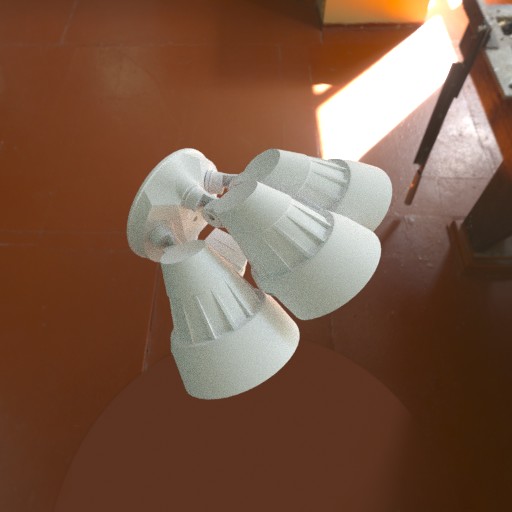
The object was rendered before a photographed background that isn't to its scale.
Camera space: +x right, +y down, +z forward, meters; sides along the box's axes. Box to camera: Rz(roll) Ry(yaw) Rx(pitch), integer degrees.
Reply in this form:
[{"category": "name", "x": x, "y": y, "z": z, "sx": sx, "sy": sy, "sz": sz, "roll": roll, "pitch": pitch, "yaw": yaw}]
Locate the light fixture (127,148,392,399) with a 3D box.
[{"category": "light fixture", "x": 0.000, "y": 0.000, "z": 0.557, "sx": 0.278, "sy": 0.237, "sz": 0.369, "roll": 30, "pitch": 63, "yaw": 17}]
